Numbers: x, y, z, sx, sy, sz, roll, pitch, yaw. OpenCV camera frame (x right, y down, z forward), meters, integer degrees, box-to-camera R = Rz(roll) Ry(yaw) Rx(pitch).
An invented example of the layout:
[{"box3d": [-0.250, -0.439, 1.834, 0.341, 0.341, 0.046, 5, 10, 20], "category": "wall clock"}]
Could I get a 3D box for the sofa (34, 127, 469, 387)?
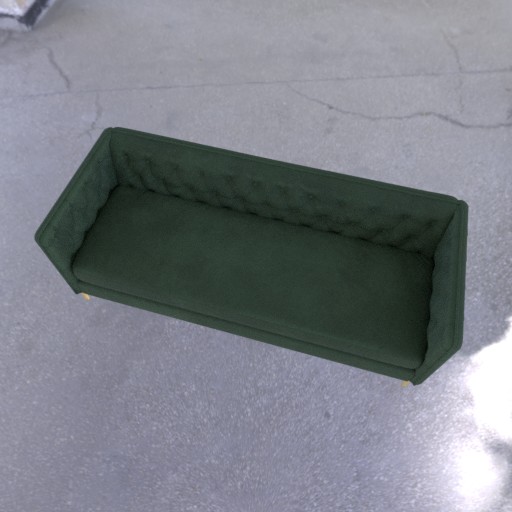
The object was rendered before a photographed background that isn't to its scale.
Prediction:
[{"box3d": [0.000, 0.000, 2.658, 2.209, 0.771, 0.895, 14, 59, 8], "category": "sofa"}]
